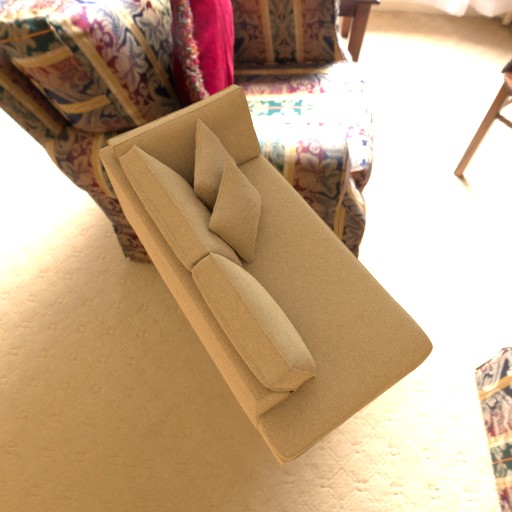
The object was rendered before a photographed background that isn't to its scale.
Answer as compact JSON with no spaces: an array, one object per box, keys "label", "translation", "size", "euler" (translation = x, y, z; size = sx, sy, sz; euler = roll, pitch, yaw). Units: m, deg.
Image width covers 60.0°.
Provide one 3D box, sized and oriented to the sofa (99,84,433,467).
[{"label":"sofa","translation":[0.000,0.000,2.888],"size":[1.110,1.033,2.237],"euler":[-29,63,-16]}]
